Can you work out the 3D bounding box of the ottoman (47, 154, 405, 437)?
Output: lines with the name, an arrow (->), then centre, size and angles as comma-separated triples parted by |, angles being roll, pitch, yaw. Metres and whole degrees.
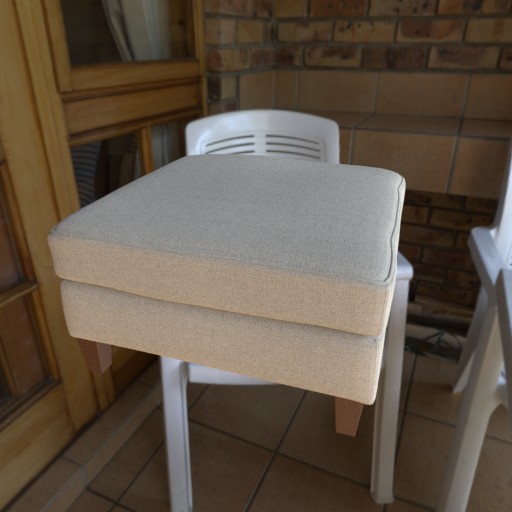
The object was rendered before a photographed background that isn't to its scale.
ottoman -> 0.000, 0.000, 1.397 | 0.838, 0.503, 0.838 | 8, 27, 16
